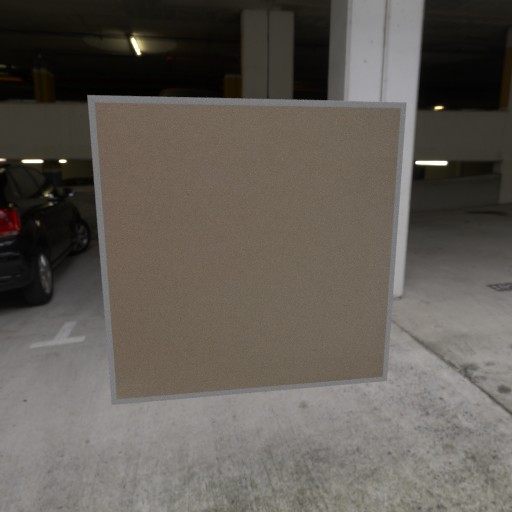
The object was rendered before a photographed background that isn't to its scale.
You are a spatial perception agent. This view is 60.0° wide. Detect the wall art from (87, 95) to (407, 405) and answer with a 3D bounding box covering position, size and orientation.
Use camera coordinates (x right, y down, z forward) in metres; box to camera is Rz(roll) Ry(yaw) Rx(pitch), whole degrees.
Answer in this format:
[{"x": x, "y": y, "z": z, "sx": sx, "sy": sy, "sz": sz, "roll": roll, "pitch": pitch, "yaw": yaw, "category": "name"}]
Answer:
[{"x": 0.000, "y": 0.000, "z": 0.679, "sx": 0.456, "sy": 0.456, "sz": 0.007, "roll": -2, "pitch": 13, "yaw": -9, "category": "wall art"}]
